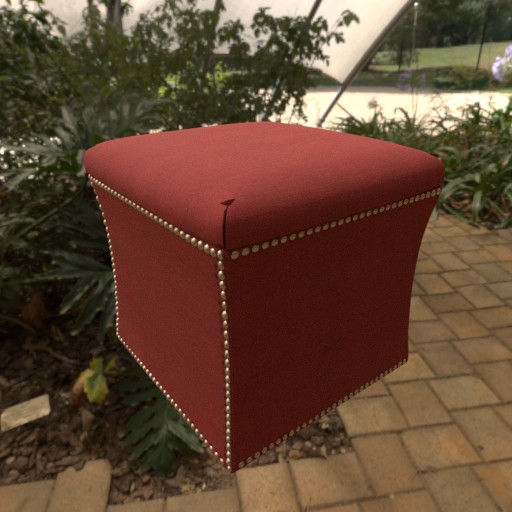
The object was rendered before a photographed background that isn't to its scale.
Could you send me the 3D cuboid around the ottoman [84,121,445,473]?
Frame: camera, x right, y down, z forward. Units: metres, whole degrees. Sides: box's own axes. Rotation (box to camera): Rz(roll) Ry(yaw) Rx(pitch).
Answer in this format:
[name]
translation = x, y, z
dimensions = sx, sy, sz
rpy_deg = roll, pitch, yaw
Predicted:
[ottoman]
translation = 0.000, 0.000, 0.901
dimensions = 0.497, 0.475, 0.507
rpy_deg = -18, 30, -33
